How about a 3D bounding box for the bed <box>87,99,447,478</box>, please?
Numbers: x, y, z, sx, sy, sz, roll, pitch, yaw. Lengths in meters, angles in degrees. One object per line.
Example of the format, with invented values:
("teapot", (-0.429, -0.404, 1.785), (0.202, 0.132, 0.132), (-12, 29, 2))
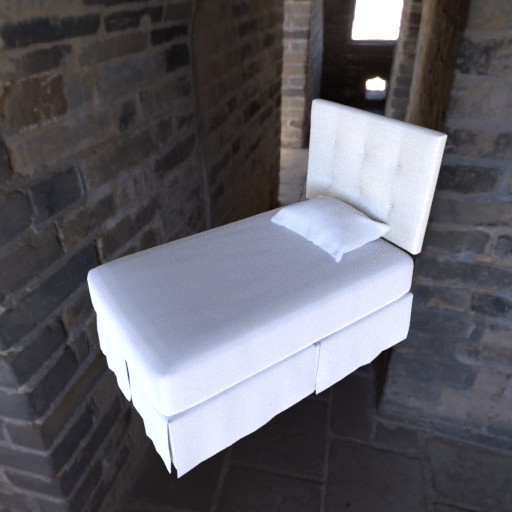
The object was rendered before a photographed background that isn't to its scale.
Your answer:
("bed", (0.000, 0.000, 2.925), (1.997, 1.571, 1.261), (-20, 37, -29))
